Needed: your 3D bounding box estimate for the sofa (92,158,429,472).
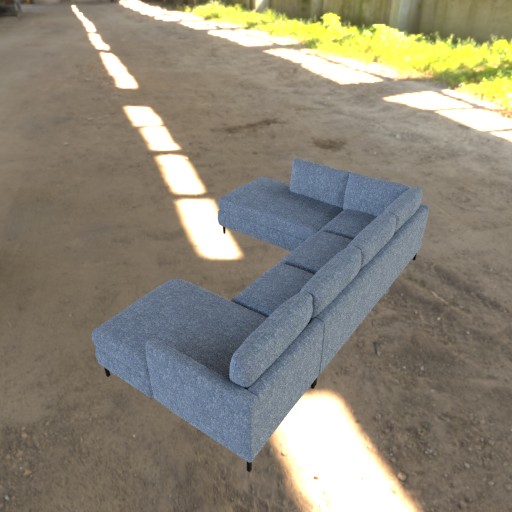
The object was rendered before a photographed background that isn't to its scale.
[{"bbox_3d":[0.000,0.000,3.562,1.879,0.756,2.737,21,38,30],"label":"sofa"}]
